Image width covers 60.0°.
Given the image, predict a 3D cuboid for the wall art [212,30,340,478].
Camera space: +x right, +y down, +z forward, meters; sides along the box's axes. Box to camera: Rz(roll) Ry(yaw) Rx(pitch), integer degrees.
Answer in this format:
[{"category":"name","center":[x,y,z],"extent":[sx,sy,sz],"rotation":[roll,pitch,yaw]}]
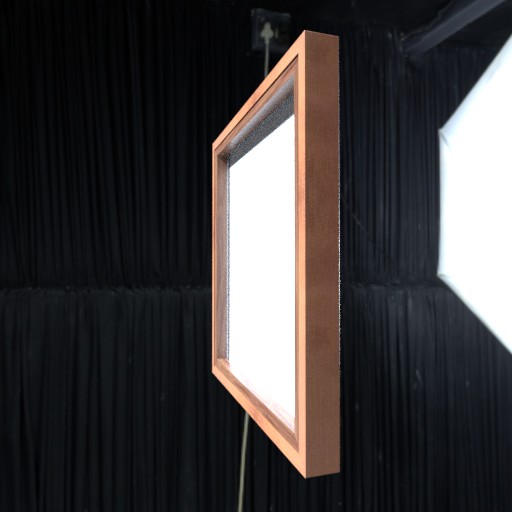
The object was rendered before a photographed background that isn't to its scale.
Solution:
[{"category":"wall art","center":[0.000,0.000,0.595],"extent":[0.035,0.403,0.403],"rotation":[0,-1,-17]}]
